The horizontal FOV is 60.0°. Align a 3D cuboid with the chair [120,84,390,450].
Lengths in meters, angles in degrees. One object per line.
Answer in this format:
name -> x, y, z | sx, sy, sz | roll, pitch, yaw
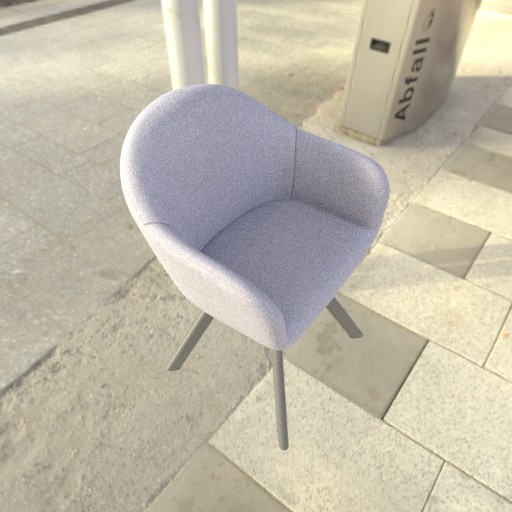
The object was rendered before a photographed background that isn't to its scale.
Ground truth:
chair -> 0.000, 0.000, 1.209 | 0.550, 0.795, 0.590 | 26, 48, 25
